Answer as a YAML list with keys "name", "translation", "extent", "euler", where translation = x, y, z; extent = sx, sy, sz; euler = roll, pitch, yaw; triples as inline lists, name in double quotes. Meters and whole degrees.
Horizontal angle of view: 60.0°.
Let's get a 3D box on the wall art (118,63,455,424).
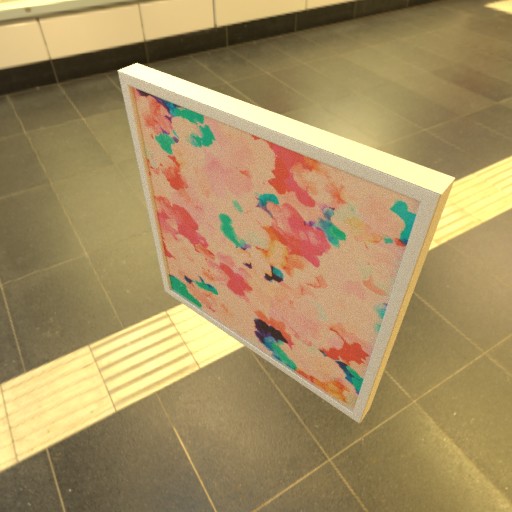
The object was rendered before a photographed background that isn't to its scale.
- name: "wall art"
  translation: [0.000, 0.000, 0.744]
  extent: [0.506, 0.505, 0.038]
  euler: [29, 51, 27]
